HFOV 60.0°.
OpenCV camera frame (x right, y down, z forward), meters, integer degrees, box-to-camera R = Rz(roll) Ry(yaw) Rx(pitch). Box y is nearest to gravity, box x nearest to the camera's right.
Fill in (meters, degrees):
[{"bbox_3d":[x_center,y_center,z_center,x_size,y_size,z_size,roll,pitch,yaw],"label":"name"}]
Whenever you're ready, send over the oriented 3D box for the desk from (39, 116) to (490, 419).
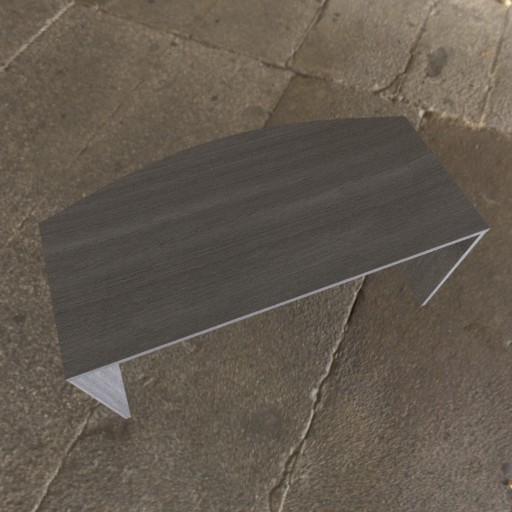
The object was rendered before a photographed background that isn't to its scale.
[{"bbox_3d":[0.000,0.000,2.053,1.600,0.750,0.802,-18,62,-10],"label":"desk"}]
